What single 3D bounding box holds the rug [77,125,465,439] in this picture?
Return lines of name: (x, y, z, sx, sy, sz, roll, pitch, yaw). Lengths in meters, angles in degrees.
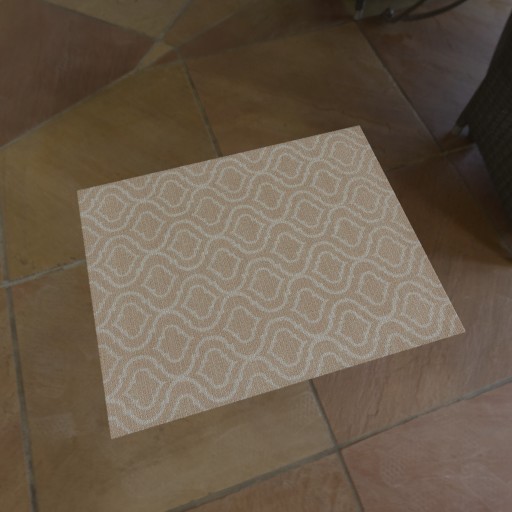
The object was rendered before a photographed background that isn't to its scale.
rug: (0.000, 0.000, 3.921, 2.894, 0.013, 2.286, -15, 65, -7)
